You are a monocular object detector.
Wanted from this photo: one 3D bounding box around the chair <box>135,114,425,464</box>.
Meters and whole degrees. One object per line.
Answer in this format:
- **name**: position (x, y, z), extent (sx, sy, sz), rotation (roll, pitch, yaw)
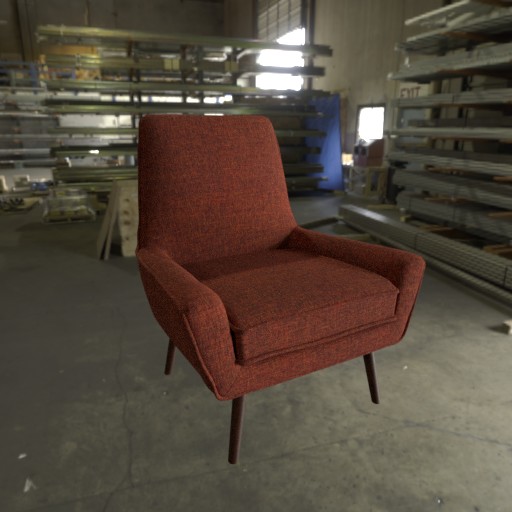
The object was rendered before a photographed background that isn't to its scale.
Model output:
- **chair**: position (0.000, 0.000, 1.478), extent (0.803, 0.911, 0.784), rotation (-9, 19, -29)
